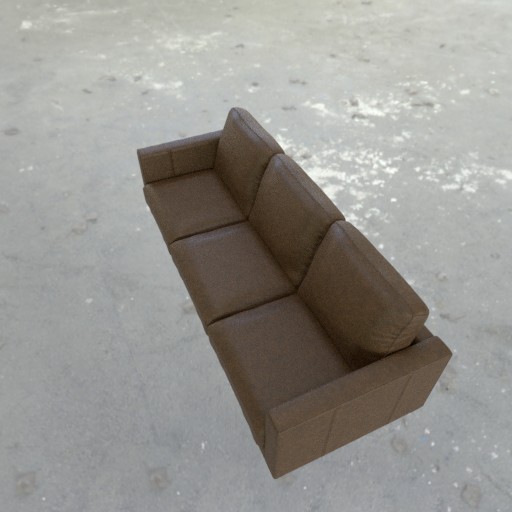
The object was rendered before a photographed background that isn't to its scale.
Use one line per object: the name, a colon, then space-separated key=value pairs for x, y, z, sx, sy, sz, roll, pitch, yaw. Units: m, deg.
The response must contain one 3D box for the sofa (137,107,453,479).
sofa: x=0.000 y=0.000 z=2.694 sx=0.903 sy=0.930 sz=2.231 roll=-18 pitch=48 yaw=-17
